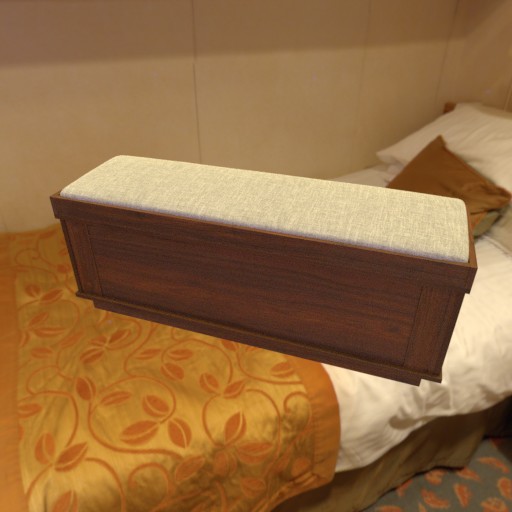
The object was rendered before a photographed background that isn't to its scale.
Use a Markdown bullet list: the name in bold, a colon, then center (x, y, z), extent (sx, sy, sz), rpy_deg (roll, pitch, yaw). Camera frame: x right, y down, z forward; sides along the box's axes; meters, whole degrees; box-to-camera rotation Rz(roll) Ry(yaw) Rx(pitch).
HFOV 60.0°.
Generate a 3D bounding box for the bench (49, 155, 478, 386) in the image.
- **bench**: center (0.000, 0.000, 1.427), extent (1.196, 0.468, 0.367), rpy_deg (10, 34, 16)
